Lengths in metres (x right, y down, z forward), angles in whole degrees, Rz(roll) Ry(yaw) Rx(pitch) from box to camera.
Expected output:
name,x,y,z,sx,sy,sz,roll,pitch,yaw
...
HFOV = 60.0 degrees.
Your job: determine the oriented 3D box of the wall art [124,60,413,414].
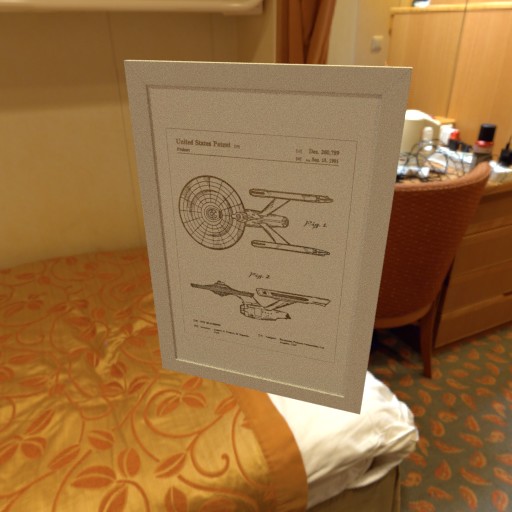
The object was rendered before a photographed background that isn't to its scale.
name,x,y,z,sx,sy,sz,roll,pitch,yaw
wall art,0.000,0.000,0.825,0.454,0.659,0.011,8,29,16
